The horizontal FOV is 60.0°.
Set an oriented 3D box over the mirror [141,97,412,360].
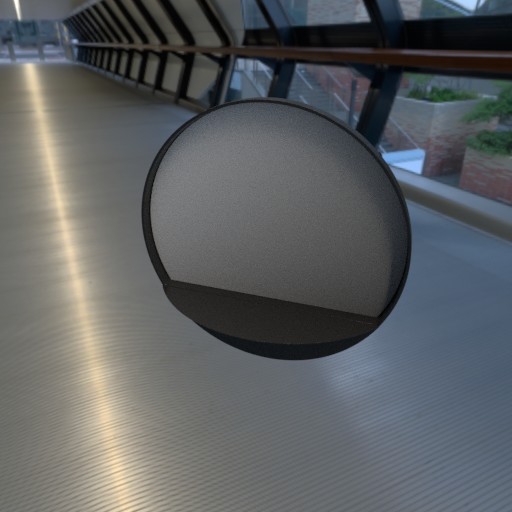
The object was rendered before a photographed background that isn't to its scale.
[{"bbox_3d":[0.000,0.000,0.694,0.457,0.457,0.133,9,28,17],"label":"mirror"}]
